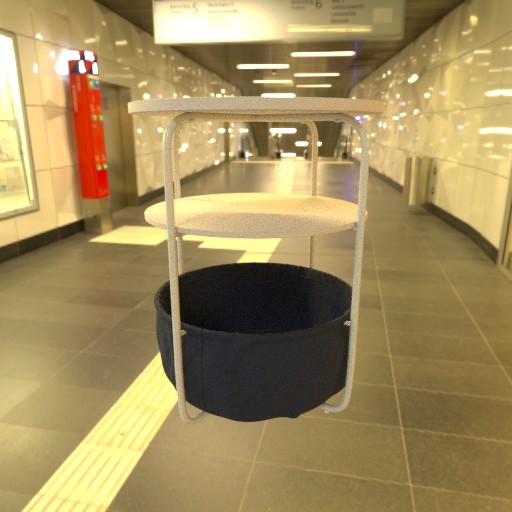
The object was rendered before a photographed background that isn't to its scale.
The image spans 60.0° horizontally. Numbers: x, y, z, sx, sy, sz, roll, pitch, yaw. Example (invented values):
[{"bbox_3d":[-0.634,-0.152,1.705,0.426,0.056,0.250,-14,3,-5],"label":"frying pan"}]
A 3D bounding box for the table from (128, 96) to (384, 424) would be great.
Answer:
[{"bbox_3d":[0.000,0.000,0.824,0.418,0.532,0.418,-2,16,-7],"label":"table"}]
